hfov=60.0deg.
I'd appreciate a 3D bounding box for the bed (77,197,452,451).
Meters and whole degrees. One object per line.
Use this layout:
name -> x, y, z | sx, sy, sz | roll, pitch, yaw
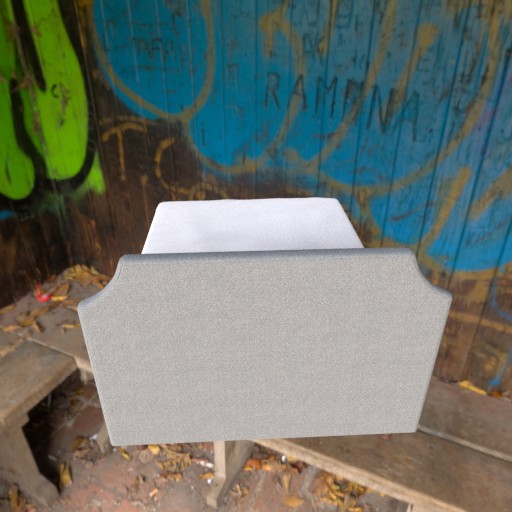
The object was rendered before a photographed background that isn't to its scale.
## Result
bed -> 0.000, 0.000, 3.263 | 1.811, 1.296, 2.259 | -2, 30, -3
